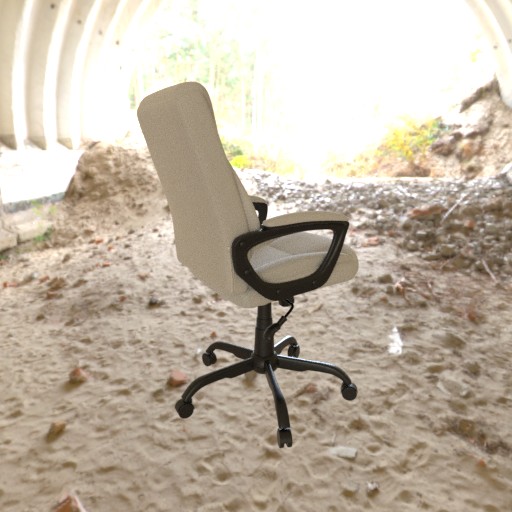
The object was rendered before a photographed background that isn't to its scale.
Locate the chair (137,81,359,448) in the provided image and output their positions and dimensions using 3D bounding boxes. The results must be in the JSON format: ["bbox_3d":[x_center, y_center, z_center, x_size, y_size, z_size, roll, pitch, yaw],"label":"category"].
[{"bbox_3d":[0.000,0.000,1.524,0.669,1.065,0.663,-7,16,-28],"label":"chair"}]
